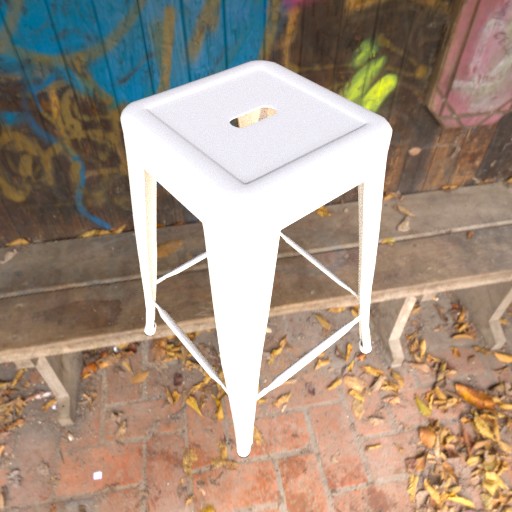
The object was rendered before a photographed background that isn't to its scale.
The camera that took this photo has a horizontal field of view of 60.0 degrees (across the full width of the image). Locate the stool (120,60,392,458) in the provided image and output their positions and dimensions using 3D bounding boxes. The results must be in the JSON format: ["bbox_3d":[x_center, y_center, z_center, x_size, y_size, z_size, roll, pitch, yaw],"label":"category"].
[{"bbox_3d":[0.000,0.000,0.874,0.406,0.610,0.406,-31,54,-26],"label":"stool"}]
